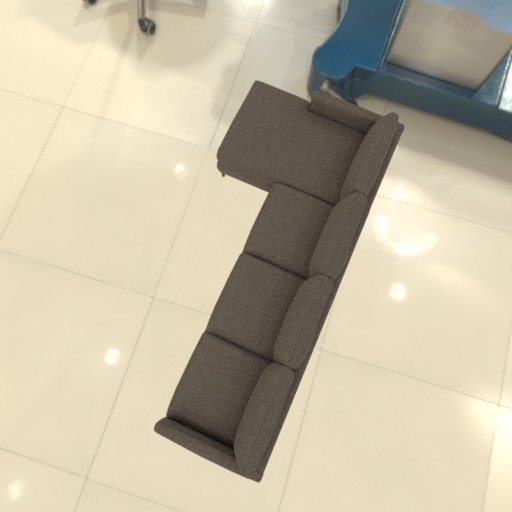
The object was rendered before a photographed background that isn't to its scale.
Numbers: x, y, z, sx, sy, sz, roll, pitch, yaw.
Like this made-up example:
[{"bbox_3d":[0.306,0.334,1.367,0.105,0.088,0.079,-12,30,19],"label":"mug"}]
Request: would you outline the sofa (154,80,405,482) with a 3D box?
[{"bbox_3d":[0.000,0.000,3.235,1.258,0.754,2.731,23,76,6],"label":"sofa"}]
